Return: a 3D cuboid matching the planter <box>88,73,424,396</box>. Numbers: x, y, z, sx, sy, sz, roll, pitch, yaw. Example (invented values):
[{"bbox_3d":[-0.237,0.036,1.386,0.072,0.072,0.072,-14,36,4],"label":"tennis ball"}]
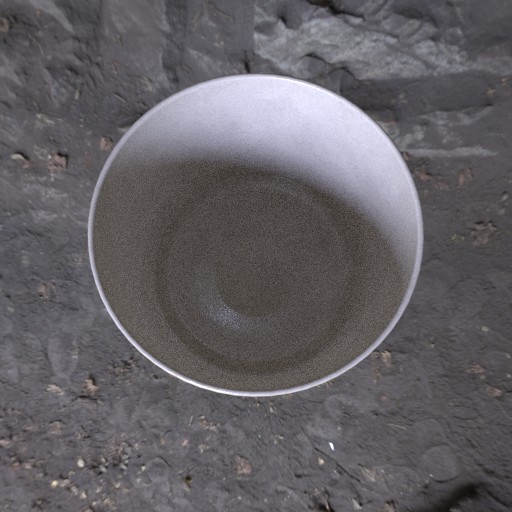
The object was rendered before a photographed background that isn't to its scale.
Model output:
[{"bbox_3d":[0.000,0.000,0.338,0.190,0.181,0.190,0,77,0],"label":"planter"}]
